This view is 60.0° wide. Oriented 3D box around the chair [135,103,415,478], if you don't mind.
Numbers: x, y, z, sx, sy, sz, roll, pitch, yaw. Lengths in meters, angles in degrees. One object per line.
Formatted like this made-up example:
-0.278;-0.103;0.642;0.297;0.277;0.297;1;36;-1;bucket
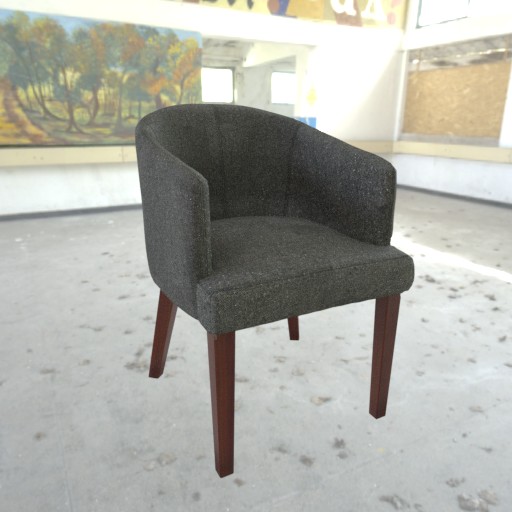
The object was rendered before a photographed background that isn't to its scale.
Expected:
0.000;0.000;1.226;0.583;0.811;0.655;-9;19;-26;chair
